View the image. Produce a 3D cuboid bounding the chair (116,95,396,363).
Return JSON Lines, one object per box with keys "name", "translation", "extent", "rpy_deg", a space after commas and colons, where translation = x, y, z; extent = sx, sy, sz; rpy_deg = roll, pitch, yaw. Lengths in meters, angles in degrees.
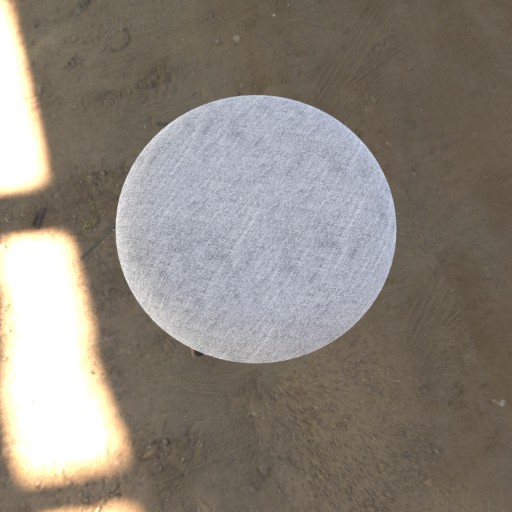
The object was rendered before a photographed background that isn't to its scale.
{"name": "chair", "translation": [0.000, 0.000, 0.645], "extent": [0.350, 0.386, 0.350], "rpy_deg": [38, 79, 9]}
